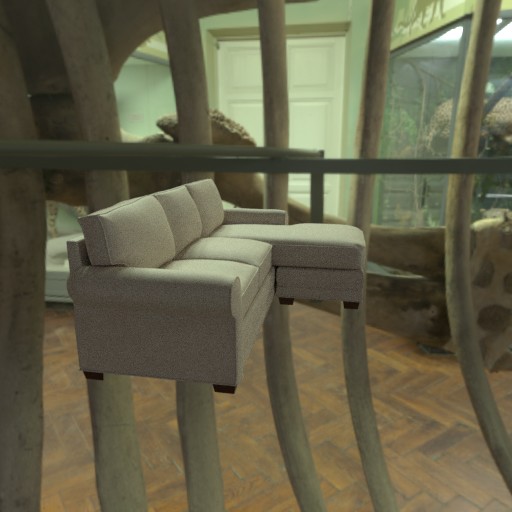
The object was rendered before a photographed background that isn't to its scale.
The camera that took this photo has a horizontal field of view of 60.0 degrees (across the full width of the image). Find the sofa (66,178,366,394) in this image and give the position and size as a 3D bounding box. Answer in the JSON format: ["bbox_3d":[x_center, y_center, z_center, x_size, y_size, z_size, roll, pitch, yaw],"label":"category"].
[{"bbox_3d":[0.000,0.000,2.451,1.226,0.734,1.770,3,15,10],"label":"sofa"}]
